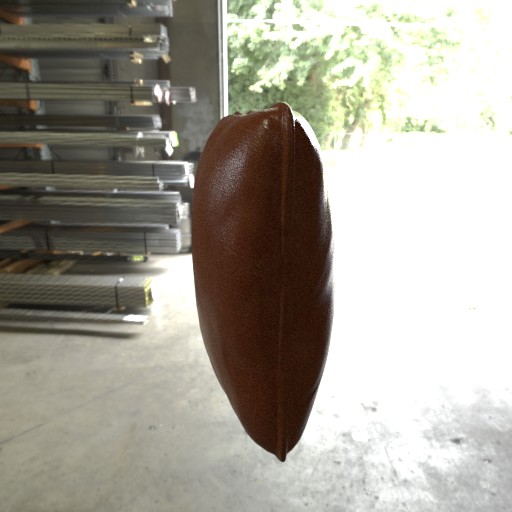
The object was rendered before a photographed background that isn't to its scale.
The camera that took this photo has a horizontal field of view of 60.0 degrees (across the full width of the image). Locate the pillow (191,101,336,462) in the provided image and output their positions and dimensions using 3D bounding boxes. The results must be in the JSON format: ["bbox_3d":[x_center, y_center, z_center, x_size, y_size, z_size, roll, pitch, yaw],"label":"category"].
[{"bbox_3d":[0.000,0.000,0.826,0.236,0.523,0.532,-3,17,-10],"label":"pillow"}]
